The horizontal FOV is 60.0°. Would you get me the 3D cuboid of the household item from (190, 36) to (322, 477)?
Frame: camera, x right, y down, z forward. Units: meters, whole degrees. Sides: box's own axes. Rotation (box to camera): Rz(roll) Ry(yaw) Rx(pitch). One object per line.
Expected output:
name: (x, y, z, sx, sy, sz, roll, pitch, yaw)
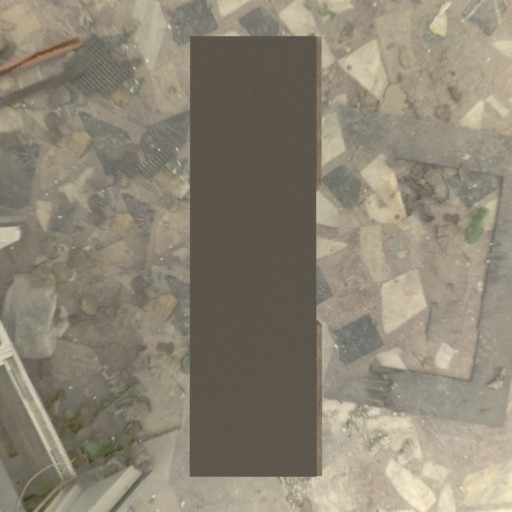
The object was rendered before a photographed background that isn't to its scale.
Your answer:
household item: (0.000, 0.000, 1.562, 0.420, 0.310, 1.400, 0, 90, 0)
